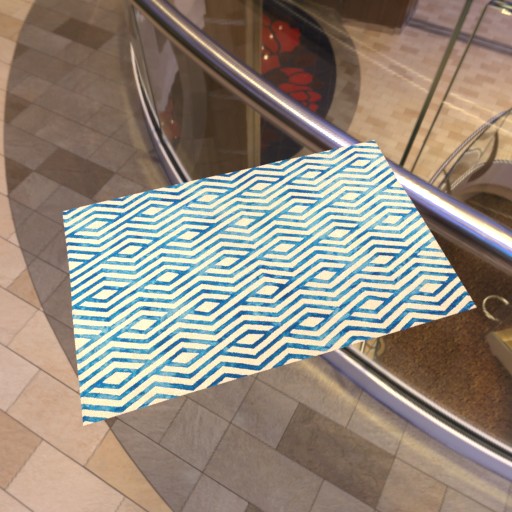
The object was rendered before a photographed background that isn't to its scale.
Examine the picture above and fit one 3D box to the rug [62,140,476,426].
[{"bbox_3d":[0.000,0.000,2.985,2.439,0.008,1.531,-15,60,-9],"label":"rug"}]
